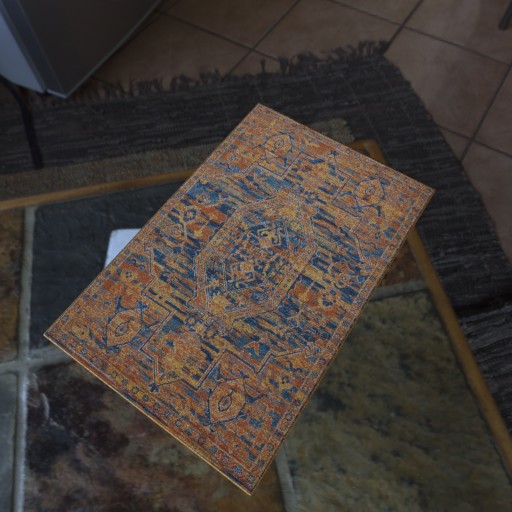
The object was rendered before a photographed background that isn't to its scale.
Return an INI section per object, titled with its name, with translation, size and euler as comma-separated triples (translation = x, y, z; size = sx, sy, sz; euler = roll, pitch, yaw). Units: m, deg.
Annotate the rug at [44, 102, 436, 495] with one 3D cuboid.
[rug]
translation = 0.000, 0.000, 2.201
size = 1.148, 0.013, 1.758
euler = 31, 67, 15
